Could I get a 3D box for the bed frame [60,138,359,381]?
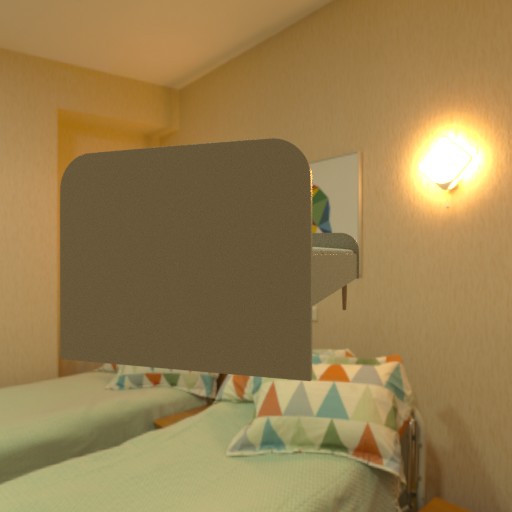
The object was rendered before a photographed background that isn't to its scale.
[{"bbox_3d":[0.000,0.000,2.531,0.998,0.805,1.963,0,0,18],"label":"bed frame"}]
